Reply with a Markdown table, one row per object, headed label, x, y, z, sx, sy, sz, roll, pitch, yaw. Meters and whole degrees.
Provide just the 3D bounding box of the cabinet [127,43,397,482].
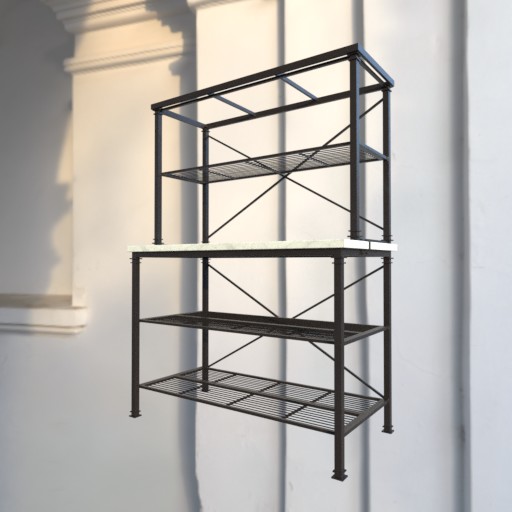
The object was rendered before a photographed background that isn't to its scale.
| label | x | y | z | sx | sy | sz | roll | pitch | yaw |
| --- | --- | --- | --- | --- | --- | --- | --- | --- | --- |
| cabinet | 0.000 | 0.000 | 2.191 | 1.210 | 1.659 | 0.610 | -1 | -1 | 35 |
